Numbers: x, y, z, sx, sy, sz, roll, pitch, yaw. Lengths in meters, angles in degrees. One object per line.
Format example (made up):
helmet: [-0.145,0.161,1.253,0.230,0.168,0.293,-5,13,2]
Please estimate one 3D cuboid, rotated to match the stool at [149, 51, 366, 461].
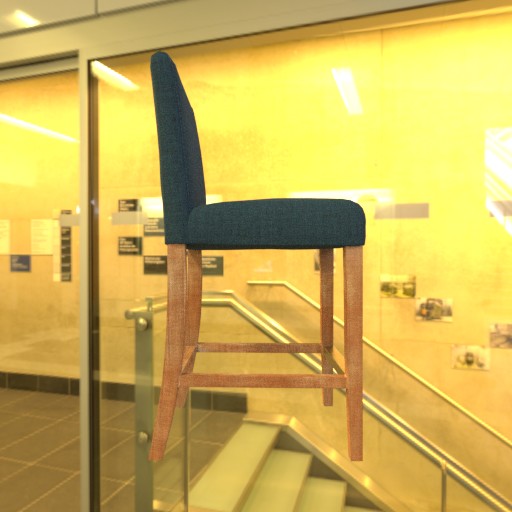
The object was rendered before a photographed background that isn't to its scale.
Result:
stool: [0.000,0.000,1.331,0.567,1.039,0.454,0,1,-1]
